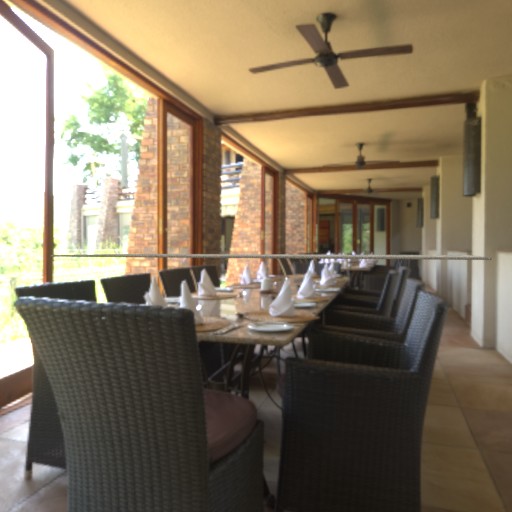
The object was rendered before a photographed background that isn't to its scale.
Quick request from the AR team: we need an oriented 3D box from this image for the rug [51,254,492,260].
[{"bbox_3d":[0.000,0.000,2.675,2.435,0.011,0.750,0,1,20],"label":"rug"}]
